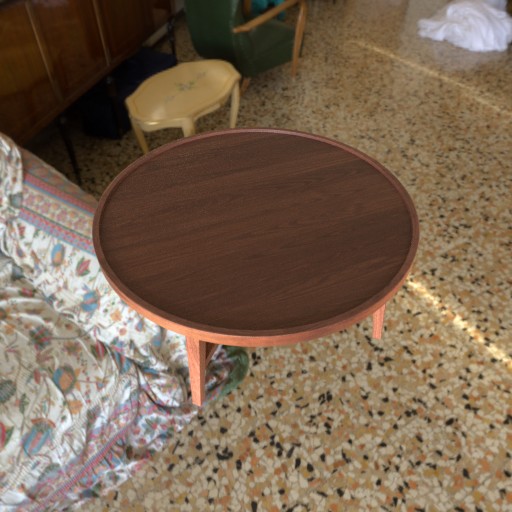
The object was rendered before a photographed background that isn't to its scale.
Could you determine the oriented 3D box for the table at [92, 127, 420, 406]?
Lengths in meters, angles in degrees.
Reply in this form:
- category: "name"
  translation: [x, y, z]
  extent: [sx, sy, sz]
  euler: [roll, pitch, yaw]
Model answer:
- category: "table"
  translation: [0.000, 0.000, 1.243]
  extent: [0.800, 0.360, 0.800]
  euler: [0, 45, 0]
